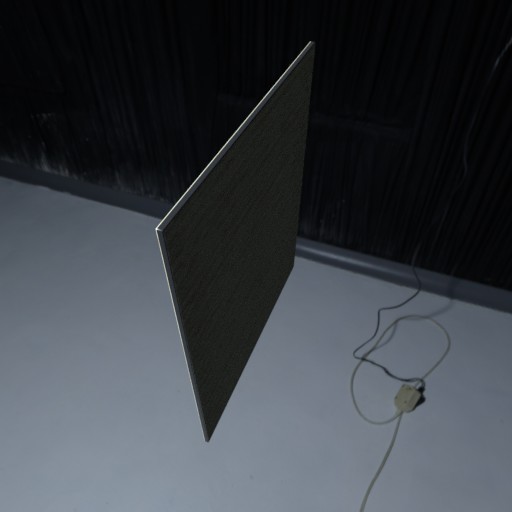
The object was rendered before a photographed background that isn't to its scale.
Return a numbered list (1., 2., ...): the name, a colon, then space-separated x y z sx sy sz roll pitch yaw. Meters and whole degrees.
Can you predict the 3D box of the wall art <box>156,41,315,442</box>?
1. wall art: 0.000 0.000 0.785 0.009 0.559 0.483 17 50 15
